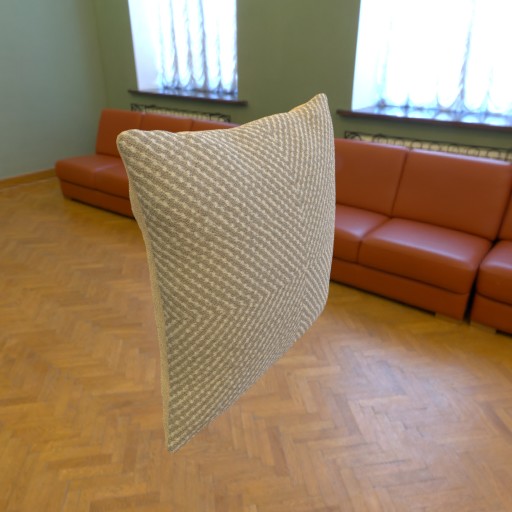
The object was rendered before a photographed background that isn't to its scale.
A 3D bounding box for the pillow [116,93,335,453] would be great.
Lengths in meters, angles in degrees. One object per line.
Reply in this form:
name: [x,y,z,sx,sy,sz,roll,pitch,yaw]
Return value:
pillow: [0.000,0.000,0.714,0.181,0.458,0.459,17,31,31]
